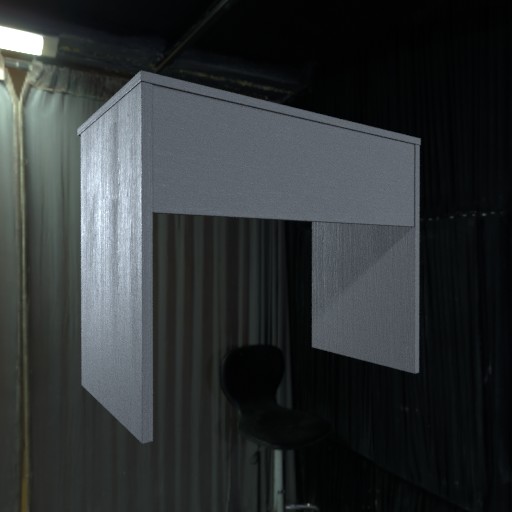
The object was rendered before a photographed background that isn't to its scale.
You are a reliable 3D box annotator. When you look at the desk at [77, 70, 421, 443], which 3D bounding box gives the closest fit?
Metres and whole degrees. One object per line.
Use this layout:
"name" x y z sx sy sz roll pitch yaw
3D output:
"desk" 0.000 0.000 1.318 0.893 0.724 0.498 0 1 -35
